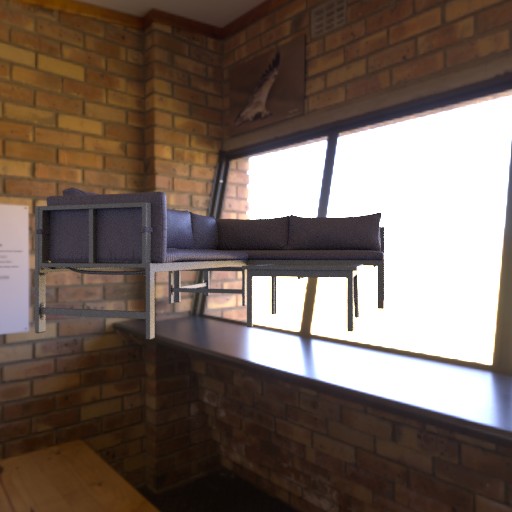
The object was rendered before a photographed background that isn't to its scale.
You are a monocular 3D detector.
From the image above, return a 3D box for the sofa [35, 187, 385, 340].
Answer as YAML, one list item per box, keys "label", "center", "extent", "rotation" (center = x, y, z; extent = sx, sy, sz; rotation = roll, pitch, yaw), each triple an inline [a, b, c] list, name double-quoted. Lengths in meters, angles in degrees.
- label: "sofa"
  center: [0.000, 0.000, 2.981]
  extent: [1.658, 0.762, 2.149]
  rotation: [0, 0, 16]
